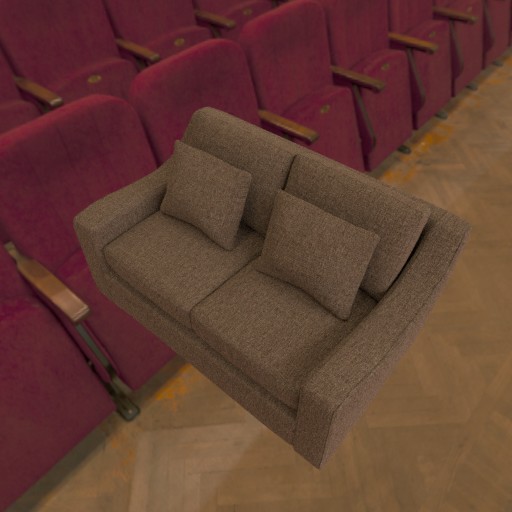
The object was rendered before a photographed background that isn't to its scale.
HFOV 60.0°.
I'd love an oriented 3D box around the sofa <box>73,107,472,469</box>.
[{"bbox_3d":[0.000,0.000,2.403,1.778,0.991,1.120,31,54,26],"label":"sofa"}]
